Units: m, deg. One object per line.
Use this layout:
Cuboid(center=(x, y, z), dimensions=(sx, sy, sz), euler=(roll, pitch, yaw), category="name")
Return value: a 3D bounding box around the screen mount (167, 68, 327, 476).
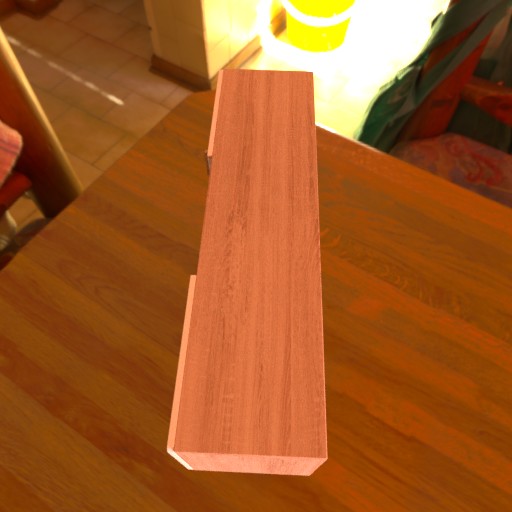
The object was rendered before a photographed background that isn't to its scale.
Cuboid(center=(0.000, 0.000, 1.729), dimensions=(0.420, 0.570, 1.500), euler=(2, 59, 1), category="screen mount")
